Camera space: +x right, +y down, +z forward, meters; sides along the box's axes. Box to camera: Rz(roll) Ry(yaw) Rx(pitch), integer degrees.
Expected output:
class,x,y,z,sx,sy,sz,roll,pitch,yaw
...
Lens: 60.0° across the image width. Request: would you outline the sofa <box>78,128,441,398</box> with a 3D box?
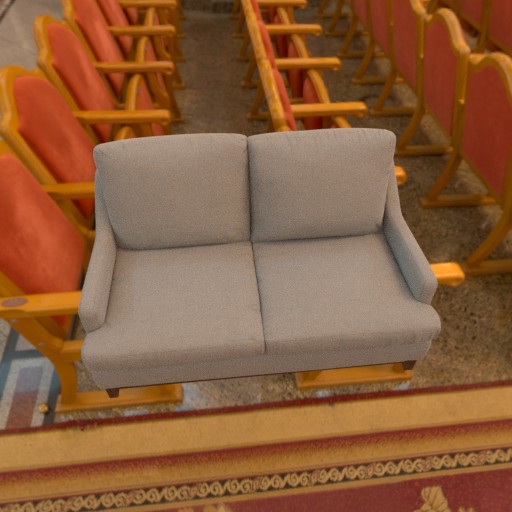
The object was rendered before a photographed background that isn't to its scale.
class,x,y,z,sx,sy,sz,roll,pitch,yaw
sofa,0.000,0.000,2.188,1.589,0.921,0.987,-4,47,-4
